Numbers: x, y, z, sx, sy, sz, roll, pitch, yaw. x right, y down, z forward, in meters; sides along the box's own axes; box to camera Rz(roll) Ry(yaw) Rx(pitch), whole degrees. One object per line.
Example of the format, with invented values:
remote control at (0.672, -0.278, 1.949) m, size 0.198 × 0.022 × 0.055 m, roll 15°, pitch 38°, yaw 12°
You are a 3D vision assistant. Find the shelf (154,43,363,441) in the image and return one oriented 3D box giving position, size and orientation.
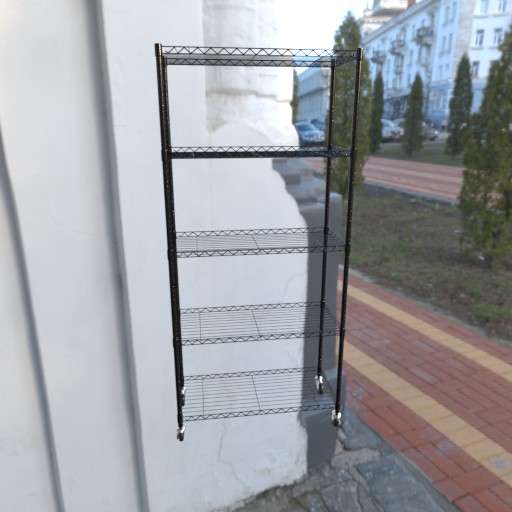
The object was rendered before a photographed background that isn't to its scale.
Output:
shelf at (0.000, 0.000, 1.953) m, size 0.762 × 1.645 × 0.356 m, roll -2°, pitch 17°, yaw -8°
